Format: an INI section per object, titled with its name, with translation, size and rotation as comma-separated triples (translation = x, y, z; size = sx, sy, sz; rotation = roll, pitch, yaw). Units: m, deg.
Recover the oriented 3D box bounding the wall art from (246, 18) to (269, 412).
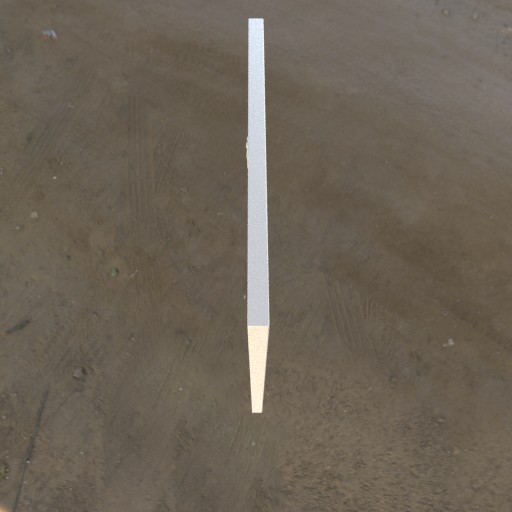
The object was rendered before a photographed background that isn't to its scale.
[wall art]
translation = 0.000, 0.000, 1.404
size = 0.042, 1.056, 0.805
rotation = 0, 63, 0
